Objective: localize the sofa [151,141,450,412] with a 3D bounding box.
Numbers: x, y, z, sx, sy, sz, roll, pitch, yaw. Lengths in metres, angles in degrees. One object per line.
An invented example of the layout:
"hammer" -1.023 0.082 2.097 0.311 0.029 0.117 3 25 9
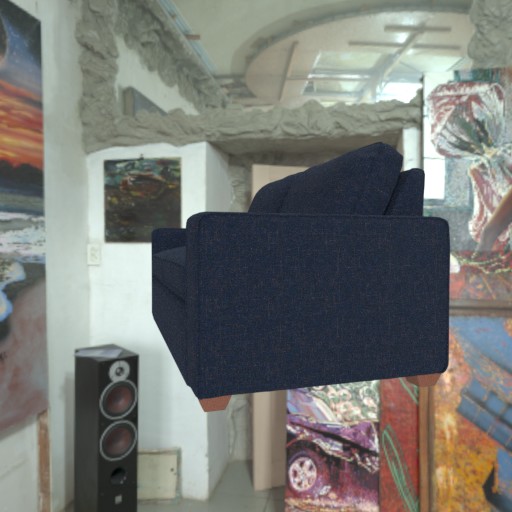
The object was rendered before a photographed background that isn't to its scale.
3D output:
"sofa" 0.000 0.000 2.244 0.947 0.918 1.709 0 2 -17
